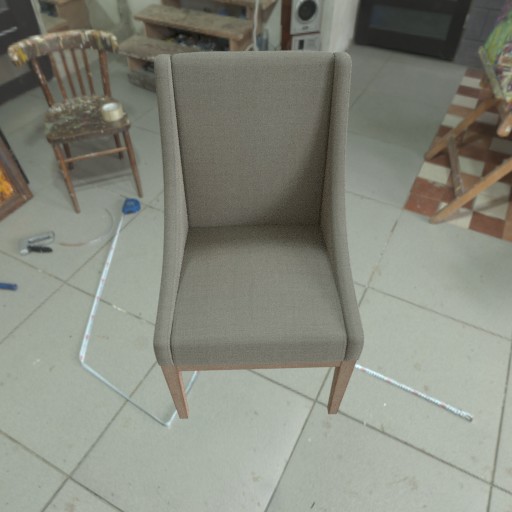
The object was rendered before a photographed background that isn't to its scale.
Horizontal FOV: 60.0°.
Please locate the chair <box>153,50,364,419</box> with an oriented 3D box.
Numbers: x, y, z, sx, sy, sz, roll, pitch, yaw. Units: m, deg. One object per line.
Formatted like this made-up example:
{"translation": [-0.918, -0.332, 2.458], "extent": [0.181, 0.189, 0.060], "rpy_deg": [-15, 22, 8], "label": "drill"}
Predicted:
{"translation": [0.000, 0.000, 1.377], "extent": [0.575, 1.021, 0.611], "rpy_deg": [-1, 46, -1], "label": "chair"}
